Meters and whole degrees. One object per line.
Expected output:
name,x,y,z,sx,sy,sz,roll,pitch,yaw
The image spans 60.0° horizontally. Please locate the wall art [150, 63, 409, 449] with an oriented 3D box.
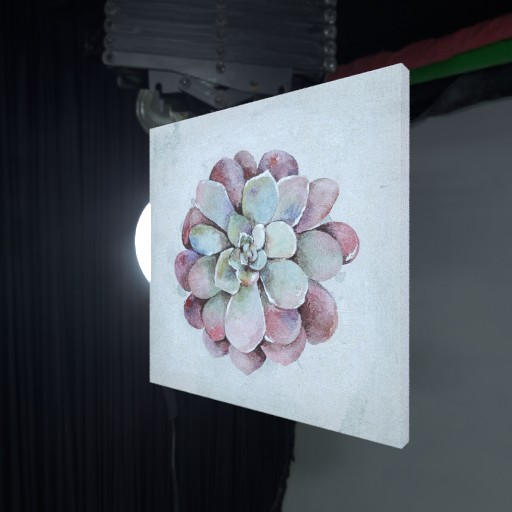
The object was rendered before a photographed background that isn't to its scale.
wall art,0.000,0.000,0.893,0.605,0.605,0.044,0,0,37
